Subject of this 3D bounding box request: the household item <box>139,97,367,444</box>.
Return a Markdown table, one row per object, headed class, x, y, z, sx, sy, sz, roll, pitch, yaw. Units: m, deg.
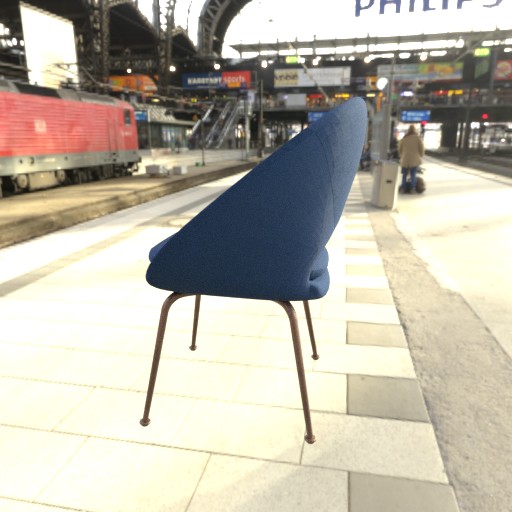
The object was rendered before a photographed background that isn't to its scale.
| class | x | y | z | sx | sy | sz | roll | pitch | yaw |
| --- | --- | --- | --- | --- | --- | --- | --- | --- | --- |
| household item | 0.000 | 0.000 | 1.275 | 0.573 | 0.852 | 0.623 | 2 | 15 | 9 |
